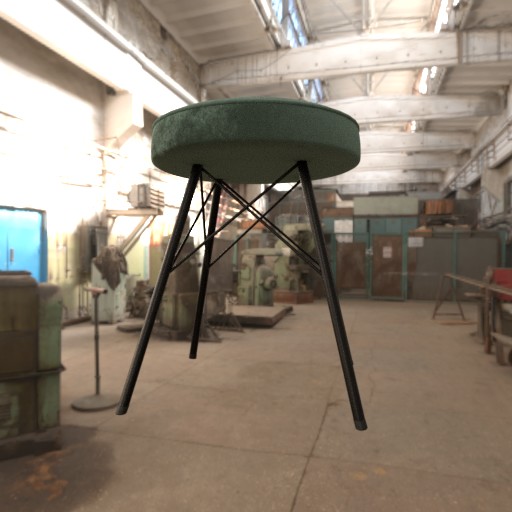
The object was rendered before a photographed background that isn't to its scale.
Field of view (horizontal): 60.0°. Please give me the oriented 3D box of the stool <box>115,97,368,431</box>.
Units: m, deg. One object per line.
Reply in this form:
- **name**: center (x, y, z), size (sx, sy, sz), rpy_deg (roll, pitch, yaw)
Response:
- **stool**: center (0.000, 0.000, 0.888), size (0.457, 0.519, 0.458), rpy_deg (0, 0, 18)
